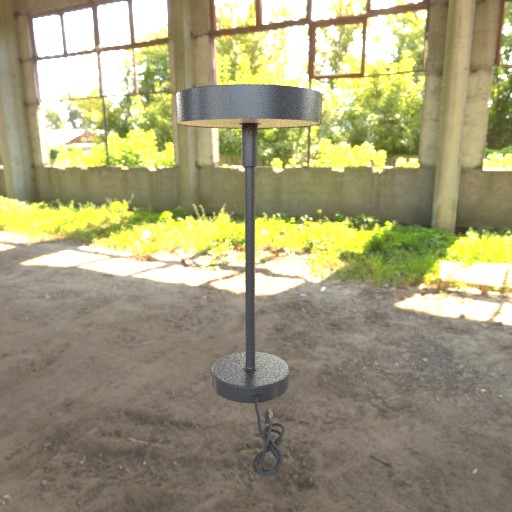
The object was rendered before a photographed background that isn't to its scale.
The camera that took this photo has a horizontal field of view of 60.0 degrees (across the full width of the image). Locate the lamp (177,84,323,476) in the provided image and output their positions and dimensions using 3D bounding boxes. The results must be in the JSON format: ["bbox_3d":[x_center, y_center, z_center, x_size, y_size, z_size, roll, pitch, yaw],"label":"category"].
[{"bbox_3d":[0.000,0.000,0.689,0.229,0.508,0.369,-2,13,-8],"label":"lamp"}]
